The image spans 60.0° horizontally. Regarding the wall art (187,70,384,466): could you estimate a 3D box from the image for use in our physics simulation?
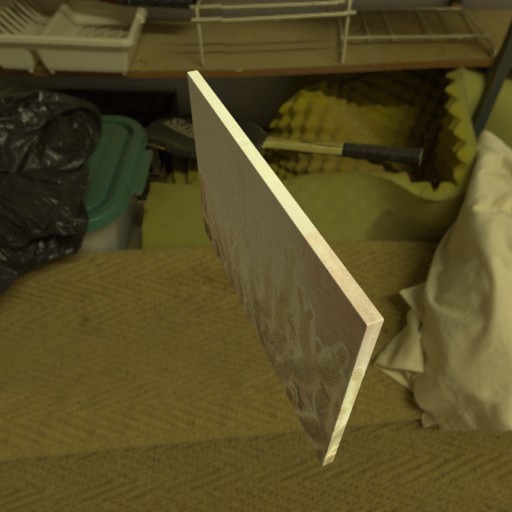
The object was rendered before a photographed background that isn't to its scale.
[{"bbox_3d":[0.000,0.000,1.455,0.041,0.758,1.142,-17,49,-15],"label":"wall art"}]
